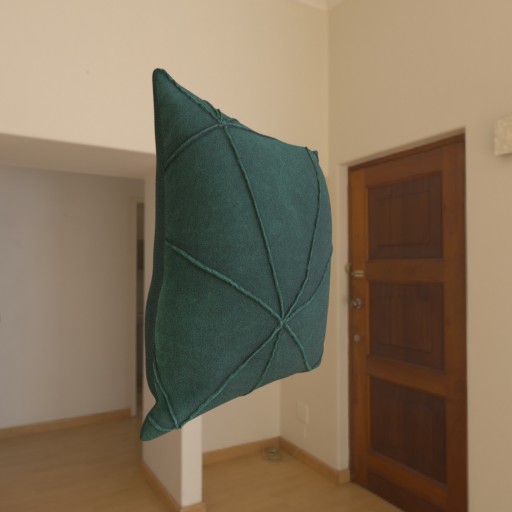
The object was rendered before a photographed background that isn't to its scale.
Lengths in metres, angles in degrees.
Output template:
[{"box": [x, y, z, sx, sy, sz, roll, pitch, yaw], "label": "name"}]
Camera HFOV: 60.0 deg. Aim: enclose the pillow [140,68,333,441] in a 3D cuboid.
[{"box": [0.000, 0.000, 0.690, 0.184, 0.440, 0.439, -1, -2, 34], "label": "pillow"}]
